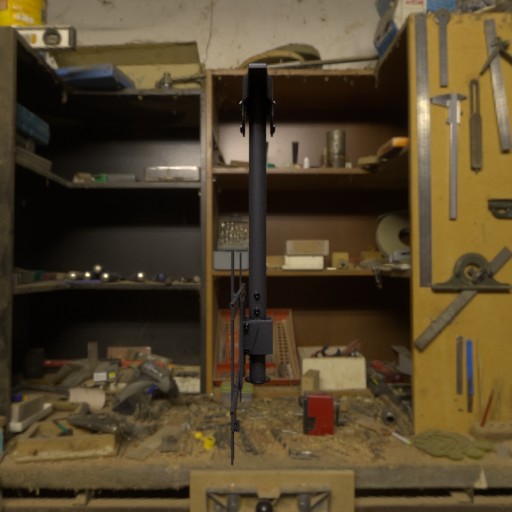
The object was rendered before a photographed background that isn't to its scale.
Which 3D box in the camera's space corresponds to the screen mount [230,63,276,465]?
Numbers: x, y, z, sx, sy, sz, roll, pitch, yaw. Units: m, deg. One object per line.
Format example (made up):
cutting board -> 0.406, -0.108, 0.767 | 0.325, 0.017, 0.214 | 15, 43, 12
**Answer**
screen mount -> 0.000, 0.000, 1.013 | 0.090, 0.775, 0.595 | 0, 0, 0
